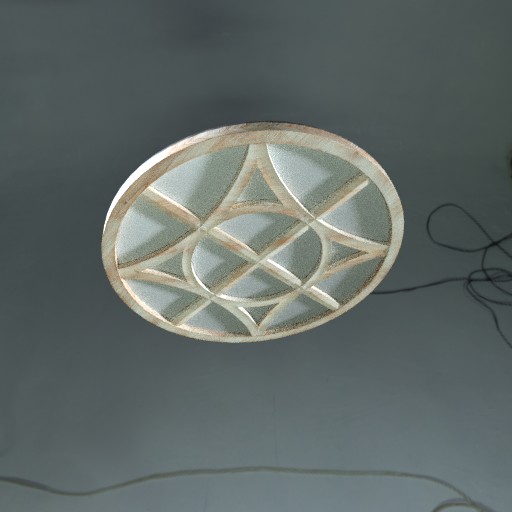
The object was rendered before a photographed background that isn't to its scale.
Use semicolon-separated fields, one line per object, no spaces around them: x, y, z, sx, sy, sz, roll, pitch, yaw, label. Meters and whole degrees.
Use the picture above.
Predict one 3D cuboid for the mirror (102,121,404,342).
0.000;0.000;1.081;0.710;0.710;0.038;-5;47;-5;mirror
